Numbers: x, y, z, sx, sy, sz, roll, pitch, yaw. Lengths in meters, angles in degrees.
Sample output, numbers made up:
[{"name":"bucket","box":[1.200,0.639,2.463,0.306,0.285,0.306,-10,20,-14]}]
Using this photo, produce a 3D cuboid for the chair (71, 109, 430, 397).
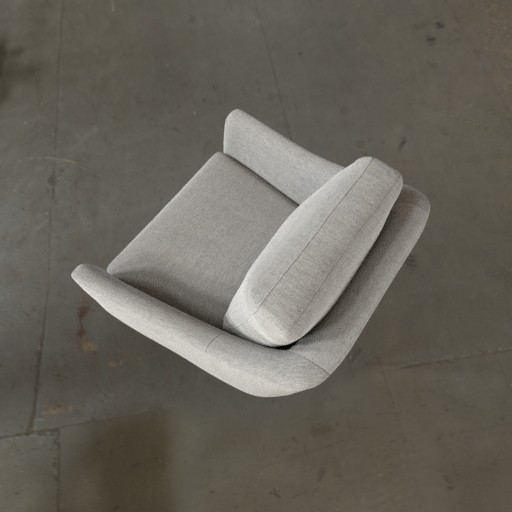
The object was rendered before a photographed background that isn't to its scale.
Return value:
[{"name":"chair","box":[0.000,0.000,1.733,0.961,0.902,0.986,32,67,15]}]
